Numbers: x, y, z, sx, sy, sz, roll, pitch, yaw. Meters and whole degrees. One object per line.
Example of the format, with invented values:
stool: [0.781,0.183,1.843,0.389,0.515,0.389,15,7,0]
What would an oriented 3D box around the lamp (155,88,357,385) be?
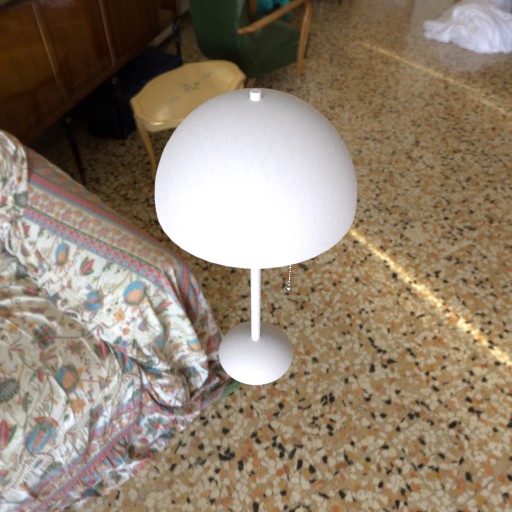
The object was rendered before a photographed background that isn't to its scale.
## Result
lamp: [0.000,0.000,0.433,0.171,0.330,0.171,0,44,0]
